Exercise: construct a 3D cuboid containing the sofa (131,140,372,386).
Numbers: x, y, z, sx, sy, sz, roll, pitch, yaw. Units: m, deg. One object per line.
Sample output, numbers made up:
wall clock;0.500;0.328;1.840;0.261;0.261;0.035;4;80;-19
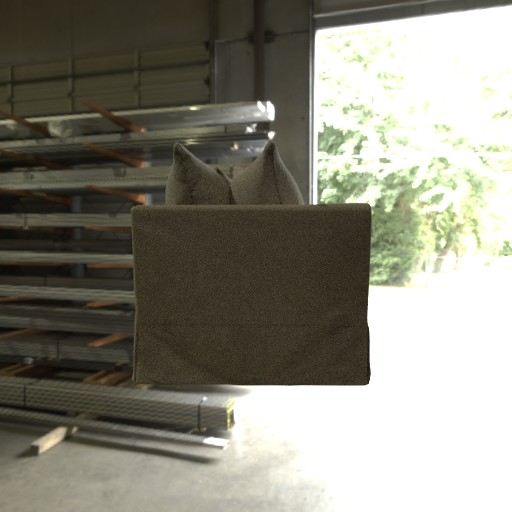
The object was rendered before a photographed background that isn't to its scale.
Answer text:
sofa;0.000;0.000;2.906;1.031;1.034;2.290;0;1;1
